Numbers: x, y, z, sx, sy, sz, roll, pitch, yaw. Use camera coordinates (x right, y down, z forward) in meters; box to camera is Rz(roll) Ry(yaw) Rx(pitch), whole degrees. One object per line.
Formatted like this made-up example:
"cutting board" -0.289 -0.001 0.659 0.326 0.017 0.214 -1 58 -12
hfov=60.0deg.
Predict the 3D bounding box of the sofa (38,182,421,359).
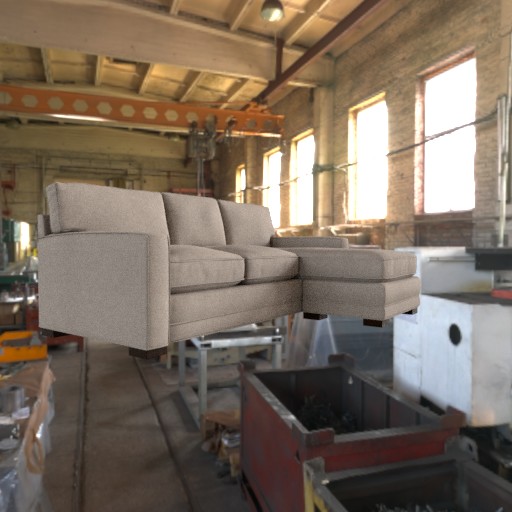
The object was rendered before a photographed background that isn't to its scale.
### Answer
"sofa" 0.000 0.000 2.861 1.496 0.861 2.087 1 2 36
